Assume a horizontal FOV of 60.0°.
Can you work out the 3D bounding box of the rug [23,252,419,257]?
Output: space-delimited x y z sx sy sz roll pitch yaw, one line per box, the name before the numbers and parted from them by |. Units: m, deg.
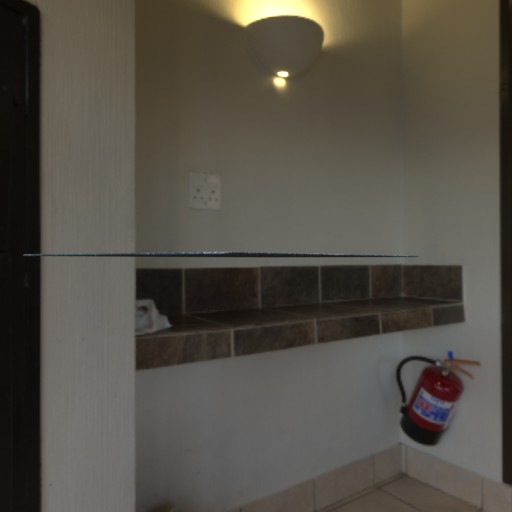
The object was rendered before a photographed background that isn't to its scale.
rug | 0.000 0.000 2.234 1.102 0.008 1.795 0 -1 36
